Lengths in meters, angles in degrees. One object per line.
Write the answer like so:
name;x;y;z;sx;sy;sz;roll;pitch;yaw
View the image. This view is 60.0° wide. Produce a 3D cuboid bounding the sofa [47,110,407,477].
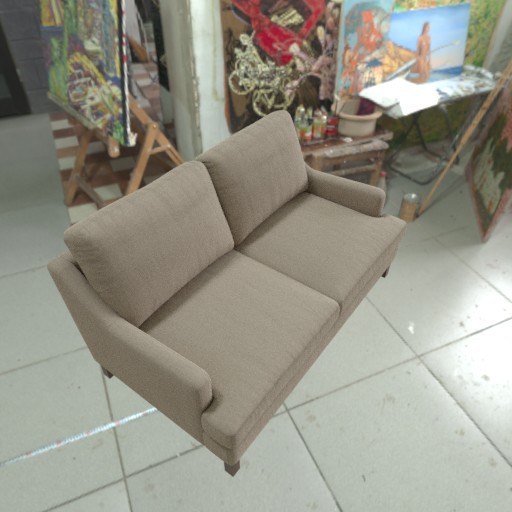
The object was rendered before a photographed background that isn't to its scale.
sofa;0.000;0.000;2.248;1.004;0.910;1.619;26;47;27
